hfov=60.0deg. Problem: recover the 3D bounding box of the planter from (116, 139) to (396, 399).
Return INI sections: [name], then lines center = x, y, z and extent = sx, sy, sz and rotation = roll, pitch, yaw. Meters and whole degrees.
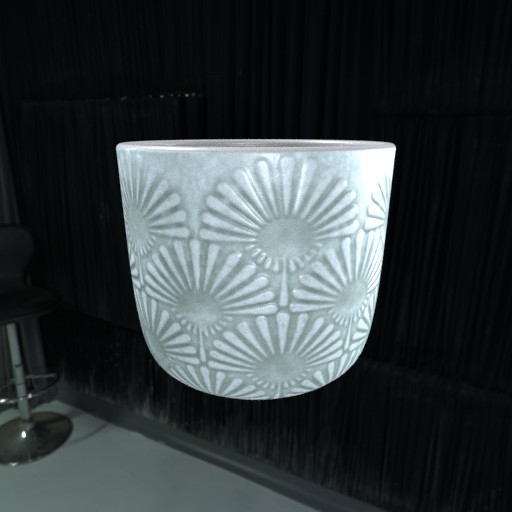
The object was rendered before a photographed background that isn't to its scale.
[planter]
center = 0.000, 0.000, 0.219
extent = 0.124, 0.109, 0.124
rotation = 0, 16, 0
